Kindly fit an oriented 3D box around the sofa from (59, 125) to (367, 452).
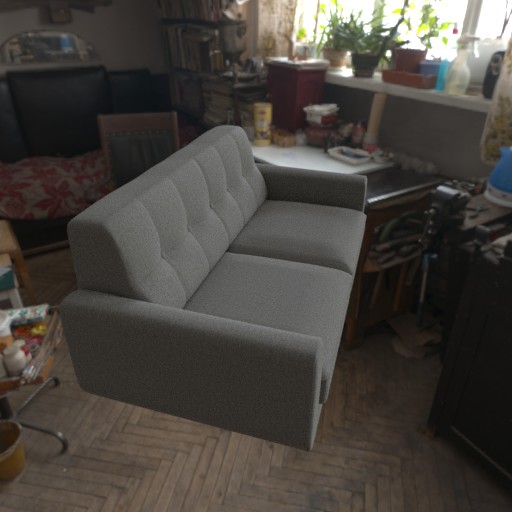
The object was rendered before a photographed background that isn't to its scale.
[{"bbox_3d":[0.000,0.000,2.178,0.952,0.925,1.651,9,31,15],"label":"sofa"}]
